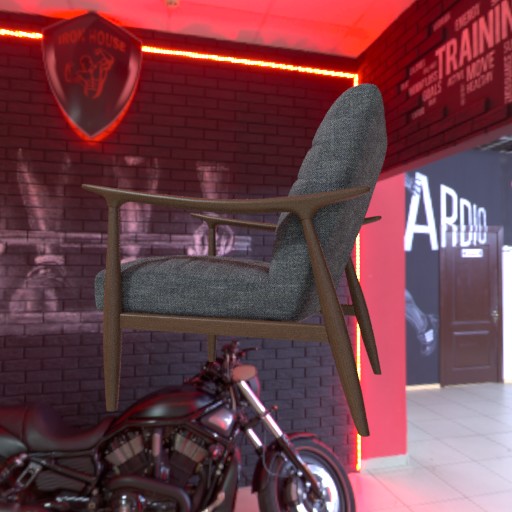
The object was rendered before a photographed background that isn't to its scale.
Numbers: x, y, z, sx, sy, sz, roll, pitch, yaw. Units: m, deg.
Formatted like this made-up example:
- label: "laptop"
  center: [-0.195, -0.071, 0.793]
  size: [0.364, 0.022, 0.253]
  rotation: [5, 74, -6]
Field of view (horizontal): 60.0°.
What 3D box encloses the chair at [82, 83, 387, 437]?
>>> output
- label: "chair"
  center: [0.000, 0.000, 1.411]
  size: [0.798, 0.832, 0.741]
  rotation: [-1, -2, 18]
